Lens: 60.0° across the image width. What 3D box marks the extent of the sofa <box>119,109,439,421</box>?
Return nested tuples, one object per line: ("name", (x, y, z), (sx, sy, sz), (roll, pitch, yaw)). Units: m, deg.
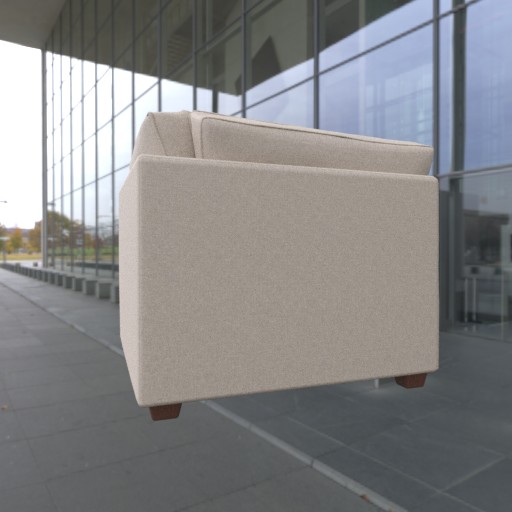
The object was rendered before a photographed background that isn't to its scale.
("sofa", (0.000, 0.000, 1.849), (1.050, 0.937, 1.042), (0, 1, -20))
